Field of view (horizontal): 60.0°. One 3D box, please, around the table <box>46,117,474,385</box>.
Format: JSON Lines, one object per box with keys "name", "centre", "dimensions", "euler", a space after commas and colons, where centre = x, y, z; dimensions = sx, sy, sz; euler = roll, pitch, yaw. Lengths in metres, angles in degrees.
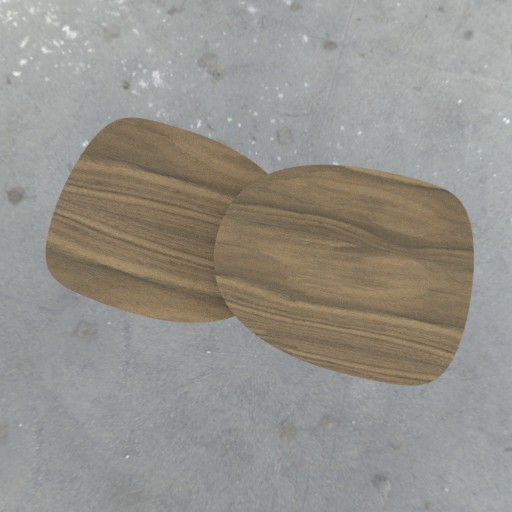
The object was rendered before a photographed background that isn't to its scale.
{"name": "table", "centre": [0.000, 0.000, 1.314], "dimensions": [1.084, 0.429, 0.527], "euler": [16, 78, 4]}
